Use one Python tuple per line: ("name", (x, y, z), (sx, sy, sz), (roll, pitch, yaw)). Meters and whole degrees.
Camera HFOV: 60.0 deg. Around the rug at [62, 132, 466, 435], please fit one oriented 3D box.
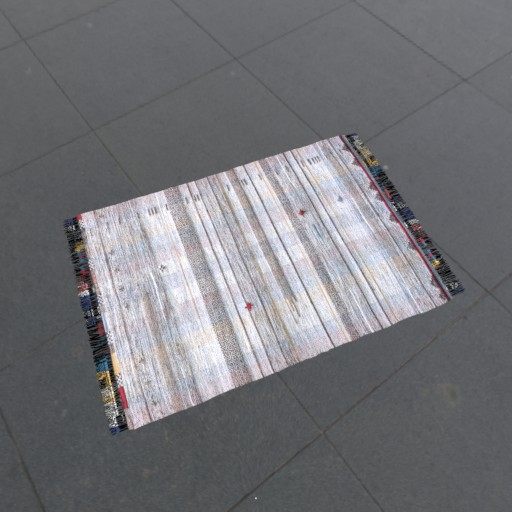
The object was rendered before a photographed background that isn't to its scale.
("rug", (0.000, 0.000, 2.347), (1.848, 0.012, 1.217), (-19, 63, -10))
